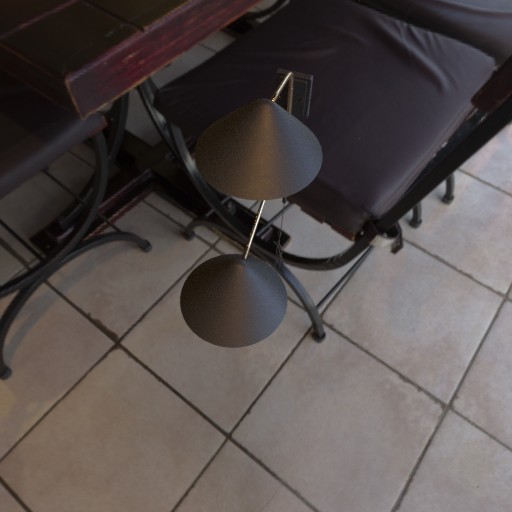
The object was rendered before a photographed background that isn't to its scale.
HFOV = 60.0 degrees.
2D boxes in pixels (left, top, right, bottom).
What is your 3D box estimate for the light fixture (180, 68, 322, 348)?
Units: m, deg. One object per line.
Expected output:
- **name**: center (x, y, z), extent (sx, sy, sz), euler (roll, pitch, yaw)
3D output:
- **light fixture**: center (0.000, 0.000, 0.869), extent (0.189, 0.665, 0.422), euler (16, 59, 10)
